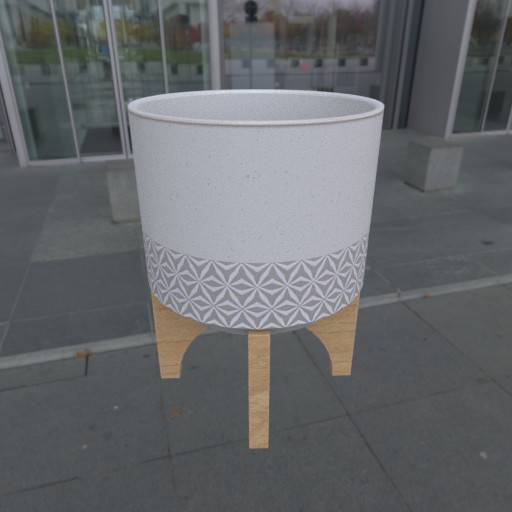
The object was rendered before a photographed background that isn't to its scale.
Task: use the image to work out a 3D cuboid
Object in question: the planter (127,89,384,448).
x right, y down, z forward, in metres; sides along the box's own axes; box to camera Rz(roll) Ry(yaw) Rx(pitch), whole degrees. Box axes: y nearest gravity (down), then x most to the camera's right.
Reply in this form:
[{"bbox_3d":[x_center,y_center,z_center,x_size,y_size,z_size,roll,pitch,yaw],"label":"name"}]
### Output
[{"bbox_3d":[0.000,0.000,0.517,0.249,0.343,0.249,0,26,0],"label":"planter"}]
